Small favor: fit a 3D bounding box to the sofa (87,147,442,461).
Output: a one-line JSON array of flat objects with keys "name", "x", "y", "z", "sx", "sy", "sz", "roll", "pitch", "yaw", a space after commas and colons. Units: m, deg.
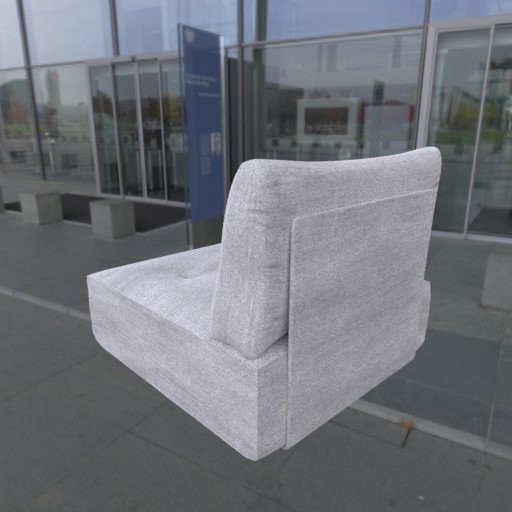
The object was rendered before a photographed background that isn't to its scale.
[{"name": "sofa", "x": 0.000, "y": 0.000, "z": 1.705, "sx": 0.930, "sy": 0.820, "sz": 1.000, "roll": -15, "pitch": 22, "yaw": -42}]
